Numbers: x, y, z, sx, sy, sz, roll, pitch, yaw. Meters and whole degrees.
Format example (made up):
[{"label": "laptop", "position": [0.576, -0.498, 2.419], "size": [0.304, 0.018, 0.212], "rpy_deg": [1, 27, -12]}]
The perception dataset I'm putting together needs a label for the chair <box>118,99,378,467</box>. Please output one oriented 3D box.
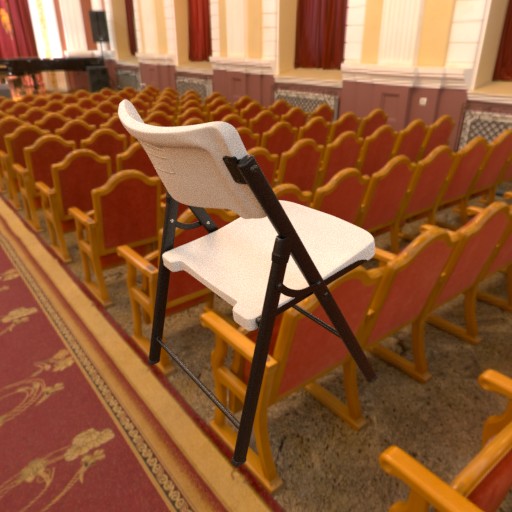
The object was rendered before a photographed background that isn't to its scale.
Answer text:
[{"label": "chair", "position": [0.000, 0.000, 1.150], "size": [0.577, 0.765, 0.482], "rpy_deg": [-18, 31, -33]}]
